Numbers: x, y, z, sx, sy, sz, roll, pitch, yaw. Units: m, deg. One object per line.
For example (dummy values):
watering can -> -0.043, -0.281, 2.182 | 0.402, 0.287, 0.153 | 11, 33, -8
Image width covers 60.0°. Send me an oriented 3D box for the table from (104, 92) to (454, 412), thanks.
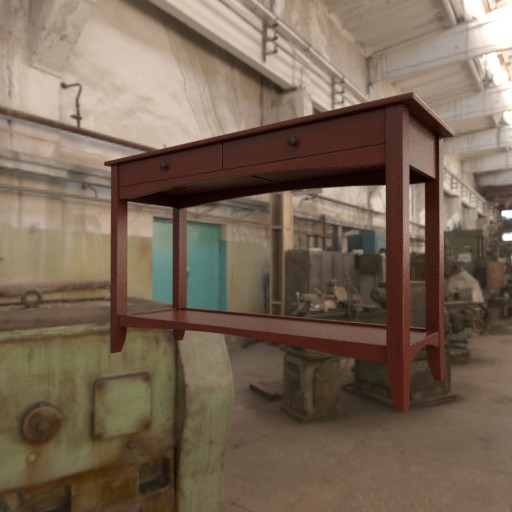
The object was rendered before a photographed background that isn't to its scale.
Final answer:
table -> 0.000, 0.000, 1.518 | 1.188, 0.739, 0.392 | -1, -1, 37
